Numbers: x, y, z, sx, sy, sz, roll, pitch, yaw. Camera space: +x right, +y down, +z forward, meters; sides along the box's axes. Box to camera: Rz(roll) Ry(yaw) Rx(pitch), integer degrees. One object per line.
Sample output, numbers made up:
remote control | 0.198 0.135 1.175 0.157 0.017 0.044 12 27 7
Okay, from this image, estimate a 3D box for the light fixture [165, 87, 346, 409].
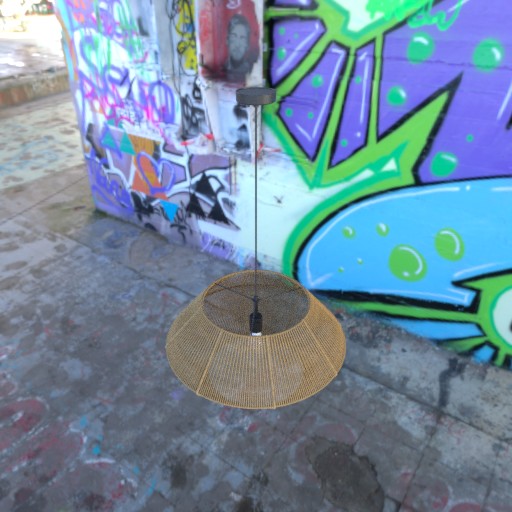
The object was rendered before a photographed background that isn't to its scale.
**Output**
light fixture | 0.000 0.000 1.418 0.643 1.009 0.643 0 32 0
